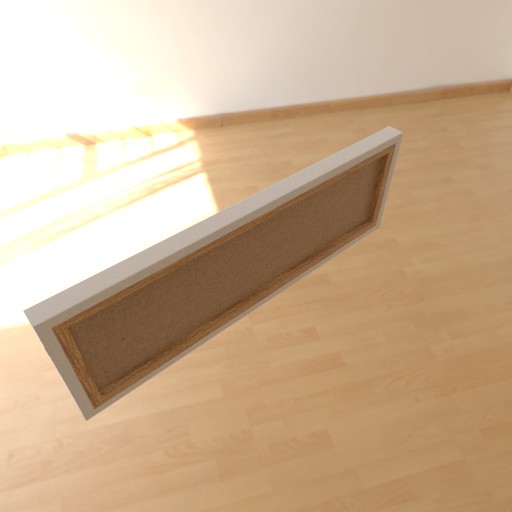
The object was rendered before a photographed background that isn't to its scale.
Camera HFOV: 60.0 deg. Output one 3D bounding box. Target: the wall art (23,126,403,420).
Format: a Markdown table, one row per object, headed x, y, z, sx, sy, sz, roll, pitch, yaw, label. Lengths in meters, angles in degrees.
| x | y | z | sx | sy | sz | roll | pitch | yaw | label |
| --- | --- | --- | --- | --- | --- | --- | --- | --- | --- |
| 0.000 | 0.000 | 0.831 | 0.763 | 0.255 | 0.038 | -31 | 52 | -28 | wall art |
